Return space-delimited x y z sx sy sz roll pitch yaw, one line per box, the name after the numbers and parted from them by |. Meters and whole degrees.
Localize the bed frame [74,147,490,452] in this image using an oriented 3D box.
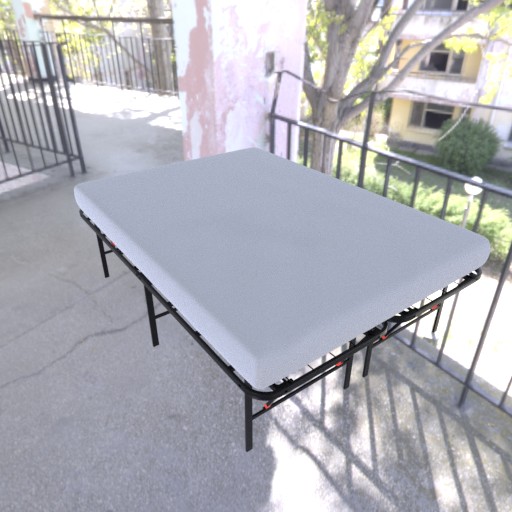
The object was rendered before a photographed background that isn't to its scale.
0.000 0.000 2.486 1.372 0.637 1.905 -20 36 -31 | bed frame
